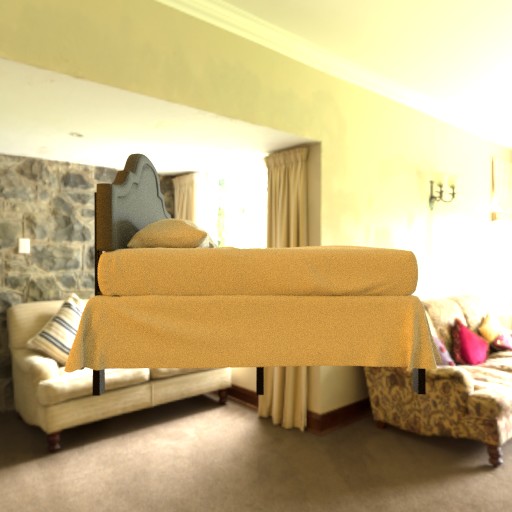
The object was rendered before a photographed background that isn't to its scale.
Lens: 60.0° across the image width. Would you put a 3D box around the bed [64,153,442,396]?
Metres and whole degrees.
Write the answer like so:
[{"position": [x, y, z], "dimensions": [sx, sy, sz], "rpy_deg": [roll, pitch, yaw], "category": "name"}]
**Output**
[{"position": [0.000, 0.000, 3.645], "dimensions": [2.222, 1.631, 2.303], "rpy_deg": [0, 0, -1], "category": "bed"}]
